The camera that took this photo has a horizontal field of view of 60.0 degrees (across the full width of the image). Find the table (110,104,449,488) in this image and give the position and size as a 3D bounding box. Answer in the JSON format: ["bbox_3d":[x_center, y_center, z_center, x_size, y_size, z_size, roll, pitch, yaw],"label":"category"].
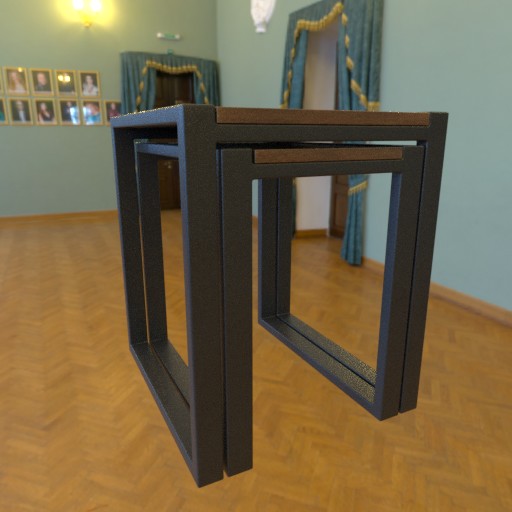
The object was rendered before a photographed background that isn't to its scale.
[{"bbox_3d":[0.000,0.000,0.906,0.449,0.550,0.500,-8,17,-26],"label":"table"}]
